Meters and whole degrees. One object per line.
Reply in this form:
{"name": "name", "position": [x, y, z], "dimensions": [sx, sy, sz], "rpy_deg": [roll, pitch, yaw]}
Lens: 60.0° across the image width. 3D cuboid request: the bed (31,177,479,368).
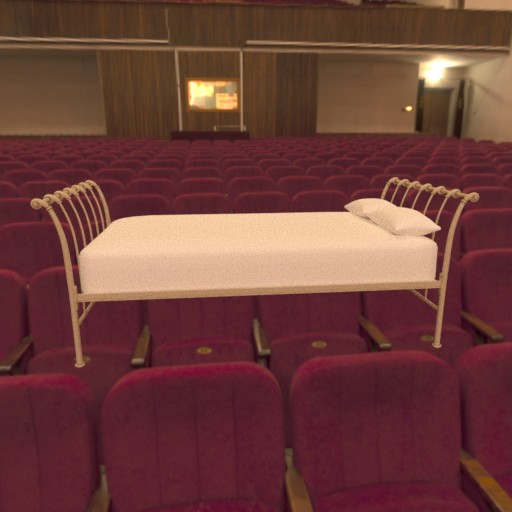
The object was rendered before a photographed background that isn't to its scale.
{"name": "bed", "position": [0.000, 0.000, 2.765], "dimensions": [2.228, 0.873, 1.032], "rpy_deg": [-2, 15, -6]}
